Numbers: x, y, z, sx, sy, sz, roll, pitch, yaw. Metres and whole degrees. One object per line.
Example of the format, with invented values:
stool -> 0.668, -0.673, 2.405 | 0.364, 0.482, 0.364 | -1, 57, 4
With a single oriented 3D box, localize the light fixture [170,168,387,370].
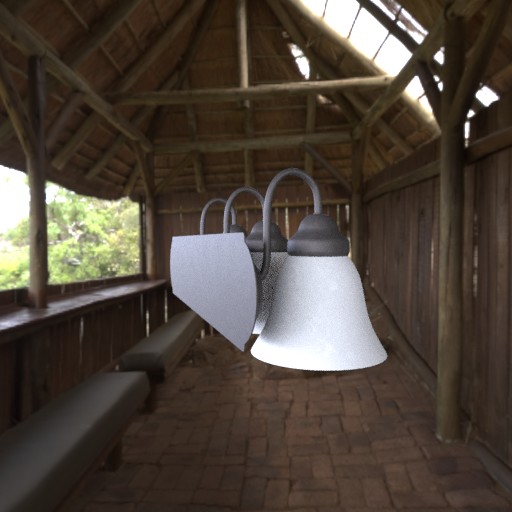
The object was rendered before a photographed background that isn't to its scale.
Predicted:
light fixture -> 0.000, 0.000, 0.720 | 0.199, 0.222, 0.610 | -1, 2, -18
